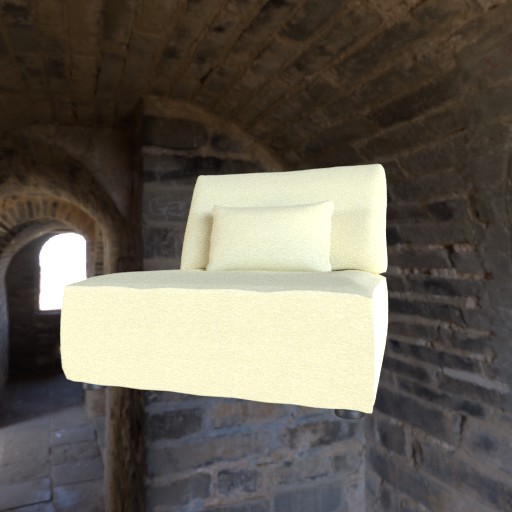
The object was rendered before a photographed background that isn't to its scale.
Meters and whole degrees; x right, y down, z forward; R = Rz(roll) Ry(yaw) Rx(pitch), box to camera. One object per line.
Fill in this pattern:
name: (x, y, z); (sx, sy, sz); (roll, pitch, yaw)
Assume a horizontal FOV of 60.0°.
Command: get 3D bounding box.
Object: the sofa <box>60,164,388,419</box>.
sofa: (0.000, 0.000, 1.674); (0.930, 0.820, 1.000); (0, -1, 18)
